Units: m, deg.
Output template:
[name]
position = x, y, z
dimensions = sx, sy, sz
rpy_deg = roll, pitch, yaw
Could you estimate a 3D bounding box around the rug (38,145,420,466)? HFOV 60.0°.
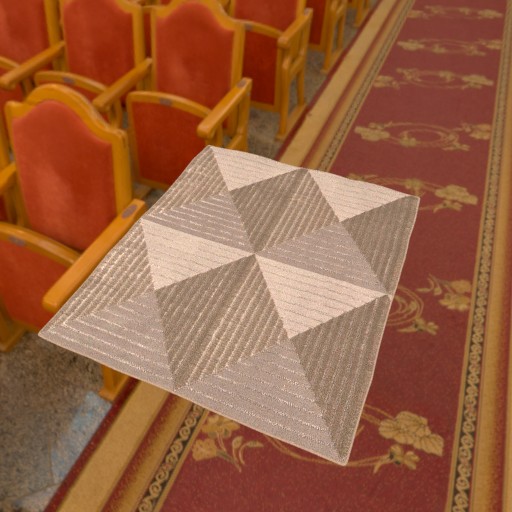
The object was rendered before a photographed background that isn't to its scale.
[rug]
position = 0.000, 0.000, 0.886
dimensions = 0.551, 0.008, 0.642
rpy_deg = 17, 49, 16
